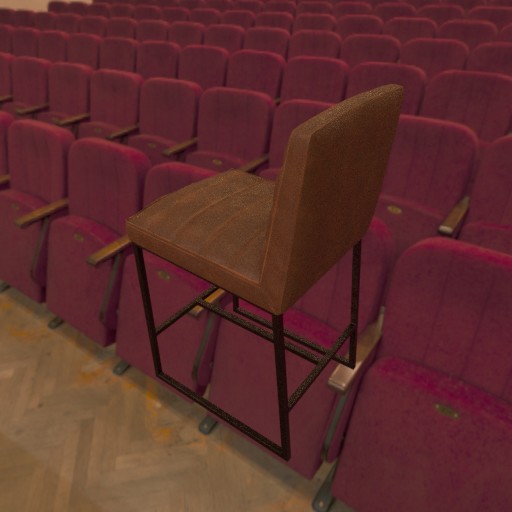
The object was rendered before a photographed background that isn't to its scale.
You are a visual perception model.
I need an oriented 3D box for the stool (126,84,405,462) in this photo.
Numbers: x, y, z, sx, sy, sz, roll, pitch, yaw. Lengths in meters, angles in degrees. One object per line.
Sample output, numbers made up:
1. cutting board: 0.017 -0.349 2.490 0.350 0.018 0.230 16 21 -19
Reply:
1. stool: 0.000 0.000 1.263 0.562 0.942 0.463 22 39 29
